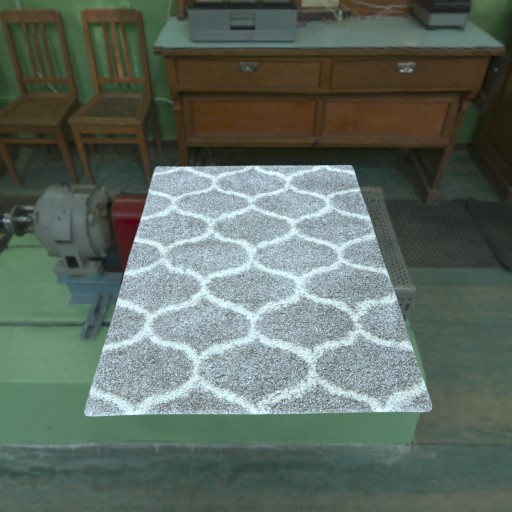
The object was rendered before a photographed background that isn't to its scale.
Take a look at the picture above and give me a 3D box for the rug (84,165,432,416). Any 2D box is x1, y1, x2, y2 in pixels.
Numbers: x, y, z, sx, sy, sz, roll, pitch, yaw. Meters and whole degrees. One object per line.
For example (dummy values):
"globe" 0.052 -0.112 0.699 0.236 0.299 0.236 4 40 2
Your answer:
"rug" 0.000 0.000 2.105 1.200 0.025 1.600 -1 42 -1
